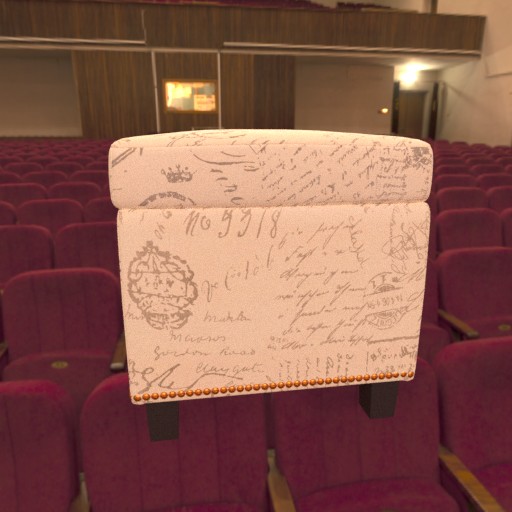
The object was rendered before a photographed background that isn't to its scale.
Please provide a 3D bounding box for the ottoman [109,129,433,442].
[{"bbox_3d":[0.000,0.000,0.835,0.449,0.457,0.450,-2,15,-9],"label":"ottoman"}]
